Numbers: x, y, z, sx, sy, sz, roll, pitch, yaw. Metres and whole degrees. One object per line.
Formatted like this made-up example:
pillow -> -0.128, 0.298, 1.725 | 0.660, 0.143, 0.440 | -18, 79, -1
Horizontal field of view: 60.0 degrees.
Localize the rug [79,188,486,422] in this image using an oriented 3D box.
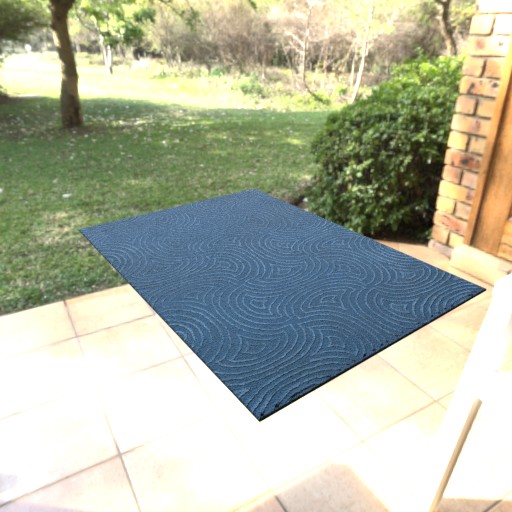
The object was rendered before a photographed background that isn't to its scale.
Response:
rug -> 0.000, 0.000, 2.776 | 1.543, 0.015, 2.144 | -18, 32, -32
